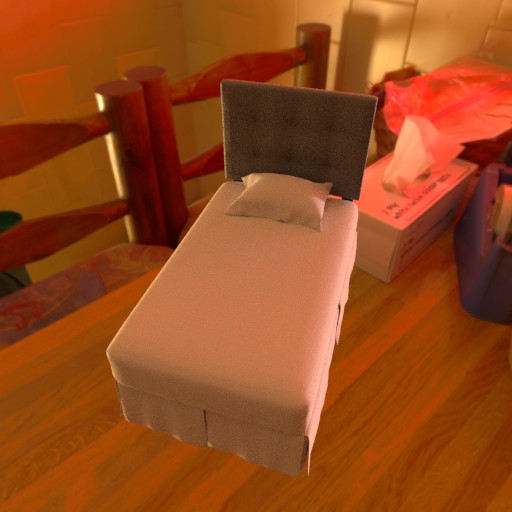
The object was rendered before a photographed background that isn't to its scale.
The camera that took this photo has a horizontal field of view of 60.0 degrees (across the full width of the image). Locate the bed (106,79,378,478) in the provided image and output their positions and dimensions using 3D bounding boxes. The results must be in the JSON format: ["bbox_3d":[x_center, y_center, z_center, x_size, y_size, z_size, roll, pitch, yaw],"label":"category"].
[{"bbox_3d":[0.000,0.000,2.954,1.261,1.571,1.997,12,42,13],"label":"bed"}]
